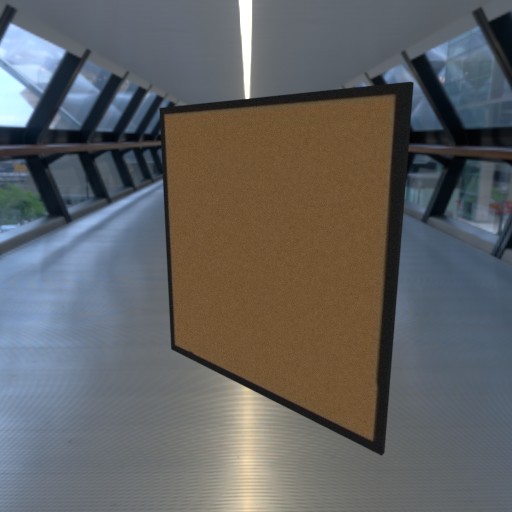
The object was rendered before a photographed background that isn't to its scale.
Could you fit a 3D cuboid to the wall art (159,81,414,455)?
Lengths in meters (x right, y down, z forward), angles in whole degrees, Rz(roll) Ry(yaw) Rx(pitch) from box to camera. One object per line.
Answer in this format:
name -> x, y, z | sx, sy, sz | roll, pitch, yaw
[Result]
wall art -> 0.000, 0.000, 1.221 | 0.823, 0.823, 0.013 | 13, 18, 42
